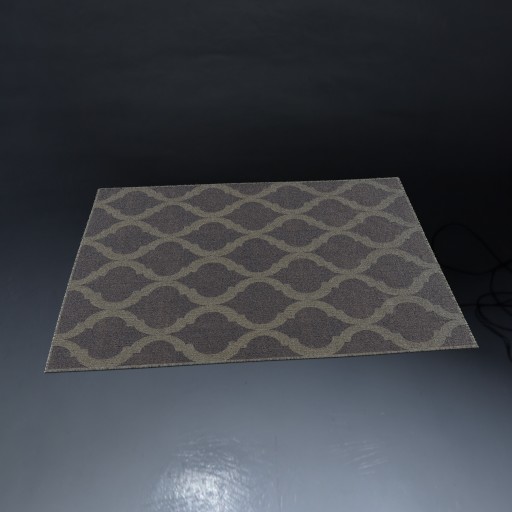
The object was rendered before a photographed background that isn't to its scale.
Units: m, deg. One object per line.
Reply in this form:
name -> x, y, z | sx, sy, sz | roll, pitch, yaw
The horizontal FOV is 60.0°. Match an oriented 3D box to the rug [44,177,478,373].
rug -> 0.000, 0.000, 2.832 | 2.284, 0.008, 1.522 | -3, 47, -3
